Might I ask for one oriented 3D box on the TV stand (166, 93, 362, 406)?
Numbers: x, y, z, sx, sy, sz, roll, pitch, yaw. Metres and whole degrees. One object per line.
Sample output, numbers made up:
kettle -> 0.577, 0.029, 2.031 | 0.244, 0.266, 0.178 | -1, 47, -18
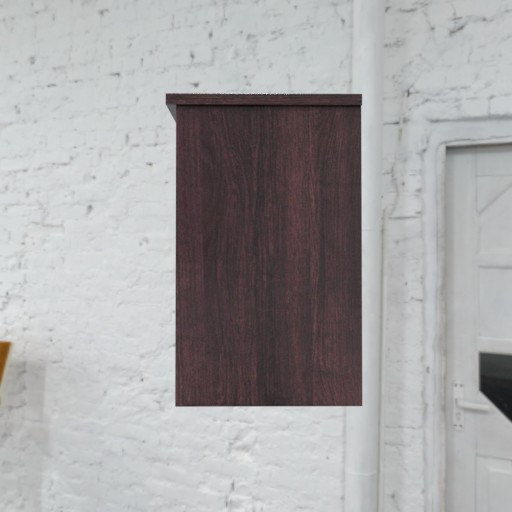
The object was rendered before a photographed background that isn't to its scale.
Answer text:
TV stand -> 0.000, 0.000, 1.454 | 0.404, 0.614, 1.192 | 0, -1, -1
